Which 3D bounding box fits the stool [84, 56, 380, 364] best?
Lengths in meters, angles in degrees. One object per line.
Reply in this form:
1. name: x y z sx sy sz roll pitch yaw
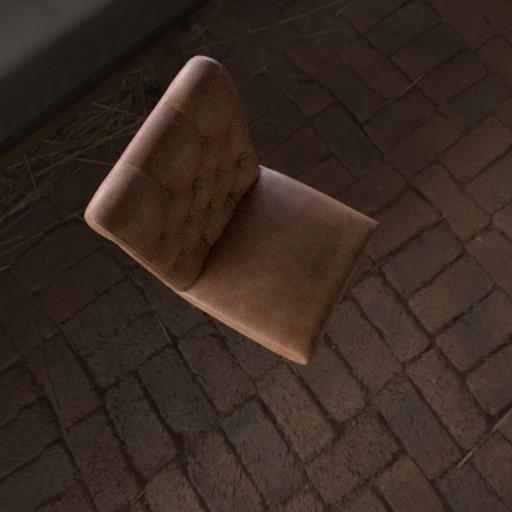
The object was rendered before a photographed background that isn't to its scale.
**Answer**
1. stool: 0.000 0.000 1.460 0.601 1.140 0.493 29 78 7
